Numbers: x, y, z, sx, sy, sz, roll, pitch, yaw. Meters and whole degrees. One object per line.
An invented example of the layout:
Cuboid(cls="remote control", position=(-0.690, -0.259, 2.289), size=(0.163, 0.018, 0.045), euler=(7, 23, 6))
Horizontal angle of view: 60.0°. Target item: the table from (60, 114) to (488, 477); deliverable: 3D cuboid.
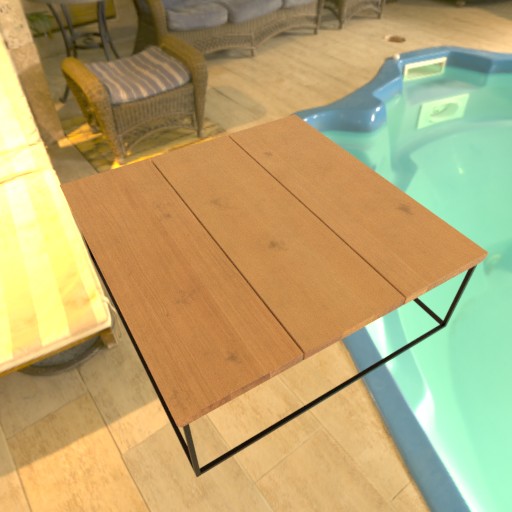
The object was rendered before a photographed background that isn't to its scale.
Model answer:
Cuboid(cls="table", position=(0.000, 0.000, 1.711), size=(1.100, 0.400, 1.100), euler=(-23, 49, -22))
